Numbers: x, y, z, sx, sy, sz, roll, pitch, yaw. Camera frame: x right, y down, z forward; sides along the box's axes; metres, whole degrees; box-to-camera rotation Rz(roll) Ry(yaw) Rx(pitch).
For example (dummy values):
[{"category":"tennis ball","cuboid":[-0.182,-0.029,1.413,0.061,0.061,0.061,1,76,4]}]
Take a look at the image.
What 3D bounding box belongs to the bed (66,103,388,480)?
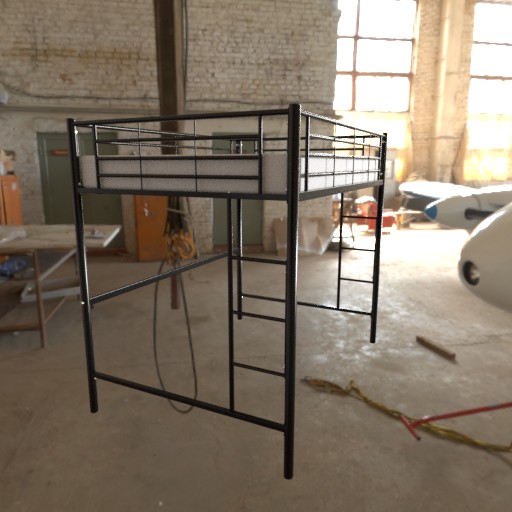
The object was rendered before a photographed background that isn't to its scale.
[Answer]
[{"category":"bed","cuboid":[0.000,0.000,3.211,1.397,1.803,1.994,6,13,26]}]
